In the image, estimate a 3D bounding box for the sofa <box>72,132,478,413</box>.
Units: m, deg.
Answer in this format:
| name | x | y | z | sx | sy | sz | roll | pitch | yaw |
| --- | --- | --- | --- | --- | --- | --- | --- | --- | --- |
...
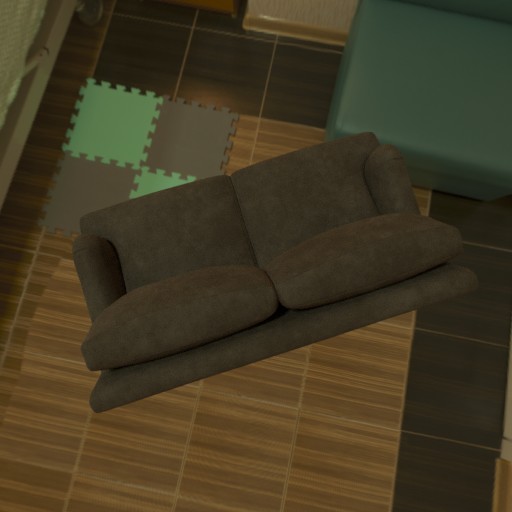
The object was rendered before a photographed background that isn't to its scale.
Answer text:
| name | x | y | z | sx | sy | sz | roll | pitch | yaw |
| --- | --- | --- | --- | --- | --- | --- | --- | --- | --- |
| sofa | 0.000 | 0.000 | 2.465 | 1.853 | 1.101 | 1.084 | -17 | 78 | -4 |
